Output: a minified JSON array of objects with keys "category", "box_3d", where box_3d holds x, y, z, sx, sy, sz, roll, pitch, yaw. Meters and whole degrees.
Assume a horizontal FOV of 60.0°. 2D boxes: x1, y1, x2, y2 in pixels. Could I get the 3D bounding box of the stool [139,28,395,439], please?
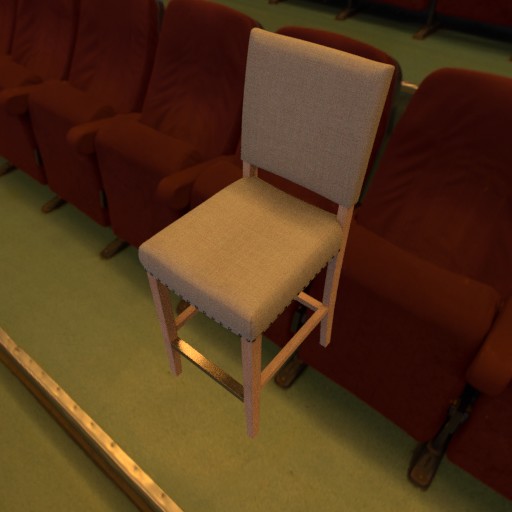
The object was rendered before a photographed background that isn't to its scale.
[{"category":"stool","box_3d":[0.000,0.000,1.440,0.445,1.173,0.585,30,52,27]}]
